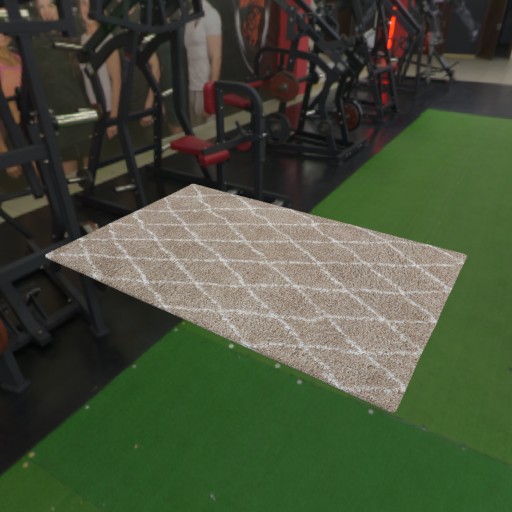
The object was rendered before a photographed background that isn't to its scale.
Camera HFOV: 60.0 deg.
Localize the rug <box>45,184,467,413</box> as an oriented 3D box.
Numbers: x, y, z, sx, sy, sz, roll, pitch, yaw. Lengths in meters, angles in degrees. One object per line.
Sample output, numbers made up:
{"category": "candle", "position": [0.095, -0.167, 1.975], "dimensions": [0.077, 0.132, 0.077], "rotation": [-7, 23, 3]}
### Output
{"category": "rug", "position": [0.000, 0.000, 3.421], "dimensions": [2.743, 0.030, 1.778], "rotation": [18, 35, 28]}
